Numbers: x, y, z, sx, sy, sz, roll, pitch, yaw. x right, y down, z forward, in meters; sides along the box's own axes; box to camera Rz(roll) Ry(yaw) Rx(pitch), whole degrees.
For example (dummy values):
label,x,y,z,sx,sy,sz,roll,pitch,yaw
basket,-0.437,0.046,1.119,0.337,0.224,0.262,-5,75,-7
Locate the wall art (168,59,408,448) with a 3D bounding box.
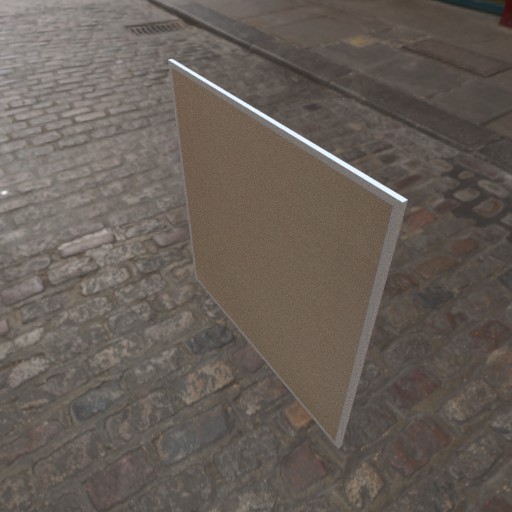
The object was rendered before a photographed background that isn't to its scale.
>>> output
label,x,y,z,sx,sy,sz,roll,pitch,yaw
wall art,0.000,0.000,0.675,0.007,0.456,0.456,-24,47,-25
